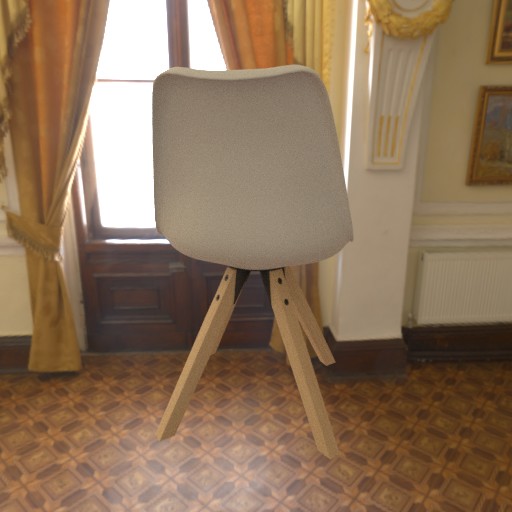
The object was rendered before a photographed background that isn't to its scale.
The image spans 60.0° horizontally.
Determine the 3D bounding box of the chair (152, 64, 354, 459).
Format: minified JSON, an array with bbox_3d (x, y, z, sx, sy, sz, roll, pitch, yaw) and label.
[{"bbox_3d":[0.000,0.000,1.148,0.485,0.850,0.550,2,16,8],"label":"chair"}]
